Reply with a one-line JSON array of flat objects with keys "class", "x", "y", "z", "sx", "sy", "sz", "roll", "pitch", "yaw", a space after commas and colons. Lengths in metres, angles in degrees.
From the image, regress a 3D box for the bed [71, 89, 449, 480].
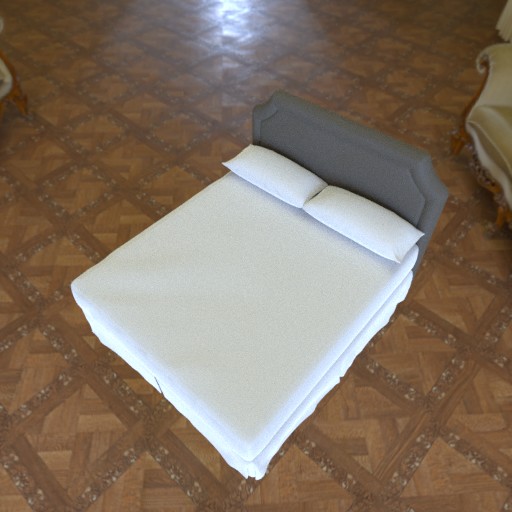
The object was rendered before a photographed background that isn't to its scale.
[{"class": "bed", "x": 0.000, "y": 0.000, "z": 3.874, "sx": 2.194, "sy": 1.561, "sz": 2.536, "roll": 33, "pitch": 57, "yaw": 26}]
